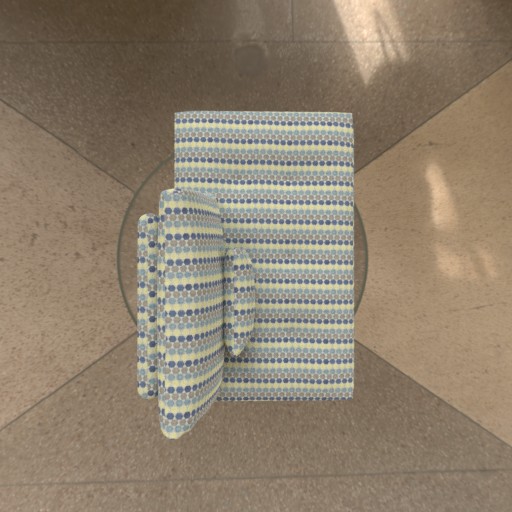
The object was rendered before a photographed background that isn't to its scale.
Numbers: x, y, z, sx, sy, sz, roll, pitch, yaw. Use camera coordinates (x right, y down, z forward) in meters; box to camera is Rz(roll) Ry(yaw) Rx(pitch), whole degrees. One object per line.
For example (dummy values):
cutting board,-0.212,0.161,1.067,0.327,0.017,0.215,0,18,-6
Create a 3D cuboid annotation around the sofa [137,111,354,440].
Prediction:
sofa,0.000,0.000,2.078,1.000,0.820,1.450,0,90,-2
